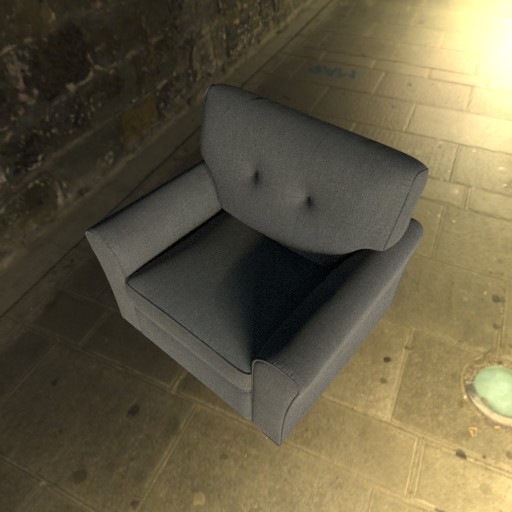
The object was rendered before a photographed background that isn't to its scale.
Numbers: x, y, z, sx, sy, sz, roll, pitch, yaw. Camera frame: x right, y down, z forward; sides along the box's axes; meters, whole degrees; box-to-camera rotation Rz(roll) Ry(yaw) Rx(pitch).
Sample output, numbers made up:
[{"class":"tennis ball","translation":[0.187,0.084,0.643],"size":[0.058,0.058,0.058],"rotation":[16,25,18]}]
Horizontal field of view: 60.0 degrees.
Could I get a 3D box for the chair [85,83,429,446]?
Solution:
[{"class":"chair","translation":[0.000,0.000,1.645],"size":[0.941,0.890,0.816],"rotation":[31,54,26]}]
